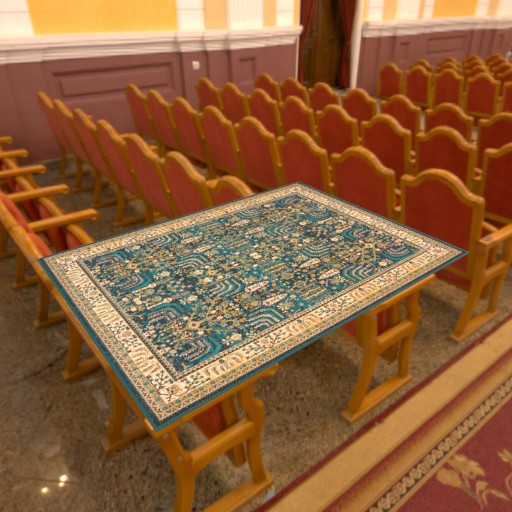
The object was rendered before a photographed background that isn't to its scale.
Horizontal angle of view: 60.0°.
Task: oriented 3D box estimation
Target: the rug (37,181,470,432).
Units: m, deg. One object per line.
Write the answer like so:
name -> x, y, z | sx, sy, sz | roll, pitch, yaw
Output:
rug -> 0.000, 0.000, 3.855 | 3.044, 0.015, 2.226 | -21, 36, -32
